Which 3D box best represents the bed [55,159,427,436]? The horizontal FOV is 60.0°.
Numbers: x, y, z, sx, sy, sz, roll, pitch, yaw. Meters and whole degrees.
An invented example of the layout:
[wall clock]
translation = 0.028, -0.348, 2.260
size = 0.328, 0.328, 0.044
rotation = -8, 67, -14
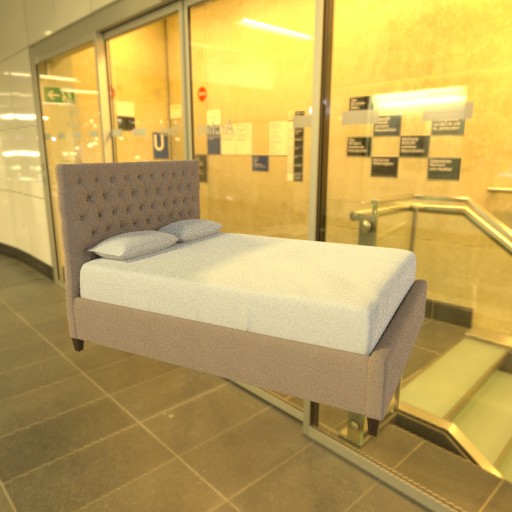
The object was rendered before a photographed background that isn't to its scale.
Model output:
[bed]
translation = 0.000, 0.000, 3.468
size = 2.387, 1.427, 1.698
rotation = 7, 15, 27
